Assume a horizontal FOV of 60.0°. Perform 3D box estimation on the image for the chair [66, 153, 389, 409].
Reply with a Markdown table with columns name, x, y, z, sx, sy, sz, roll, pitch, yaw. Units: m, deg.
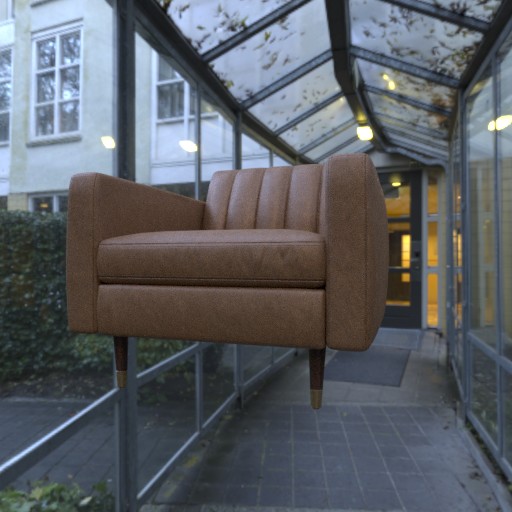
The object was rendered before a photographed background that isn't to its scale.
| name | x | y | z | sx | sy | sz | roll | pitch | yaw |
| --- | --- | --- | --- | --- | --- | --- | --- | --- | --- |
| chair | 0.000 | 0.000 | 1.671 | 0.953 | 0.819 | 0.998 | 0 | 0 | 18 |
